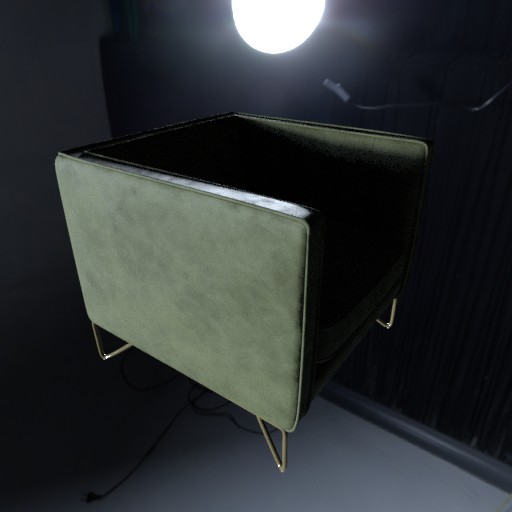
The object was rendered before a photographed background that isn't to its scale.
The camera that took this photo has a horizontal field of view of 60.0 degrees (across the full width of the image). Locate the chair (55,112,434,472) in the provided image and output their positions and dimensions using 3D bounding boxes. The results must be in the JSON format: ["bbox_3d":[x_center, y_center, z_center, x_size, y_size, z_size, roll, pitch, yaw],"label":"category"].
[{"bbox_3d":[0.000,0.000,1.566,0.894,0.790,0.880,18,33,31],"label":"chair"}]
